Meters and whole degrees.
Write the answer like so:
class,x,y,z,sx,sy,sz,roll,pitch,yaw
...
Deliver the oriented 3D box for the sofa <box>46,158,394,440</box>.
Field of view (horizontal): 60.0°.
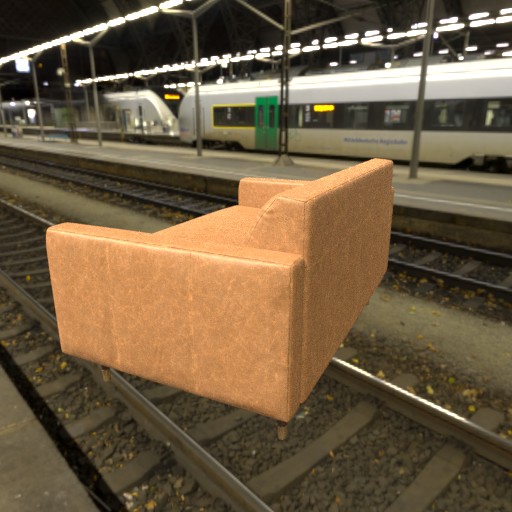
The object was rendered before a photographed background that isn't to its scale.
class,x,y,z,sx,sy,sz,roll,pitch,yaw
sofa,0.000,0.000,2.055,0.960,0.820,1.549,8,19,25
